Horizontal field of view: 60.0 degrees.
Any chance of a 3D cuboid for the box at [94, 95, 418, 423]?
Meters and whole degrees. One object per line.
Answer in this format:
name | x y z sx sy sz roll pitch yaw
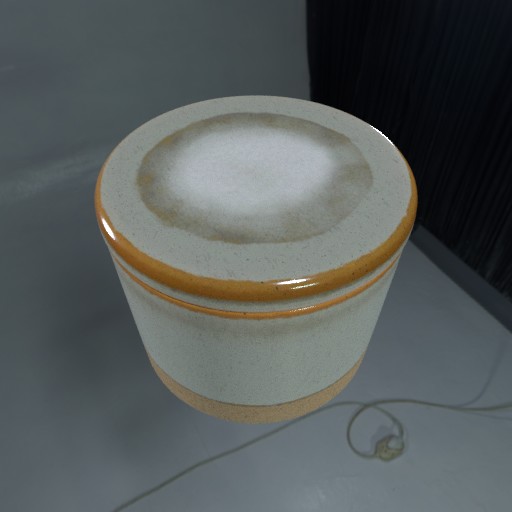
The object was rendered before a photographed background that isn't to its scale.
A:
box | 0.000 0.000 0.206 0.123 0.100 0.123 0 46 0
